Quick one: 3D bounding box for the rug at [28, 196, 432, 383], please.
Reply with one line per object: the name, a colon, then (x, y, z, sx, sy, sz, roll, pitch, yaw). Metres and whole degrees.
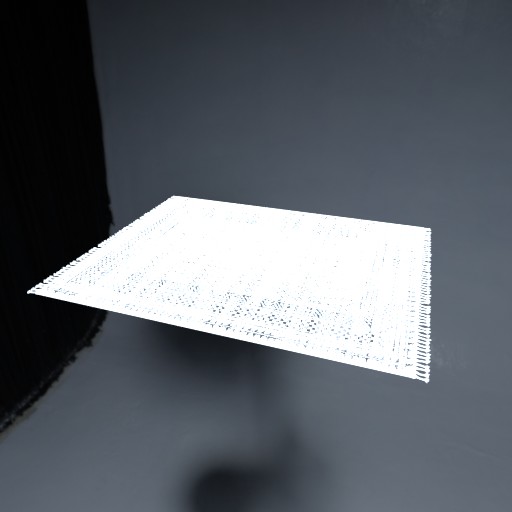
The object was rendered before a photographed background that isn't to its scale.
rug: (0.000, 0.000, 3.929, 2.940, 0.013, 2.312, 9, 29, 17)
